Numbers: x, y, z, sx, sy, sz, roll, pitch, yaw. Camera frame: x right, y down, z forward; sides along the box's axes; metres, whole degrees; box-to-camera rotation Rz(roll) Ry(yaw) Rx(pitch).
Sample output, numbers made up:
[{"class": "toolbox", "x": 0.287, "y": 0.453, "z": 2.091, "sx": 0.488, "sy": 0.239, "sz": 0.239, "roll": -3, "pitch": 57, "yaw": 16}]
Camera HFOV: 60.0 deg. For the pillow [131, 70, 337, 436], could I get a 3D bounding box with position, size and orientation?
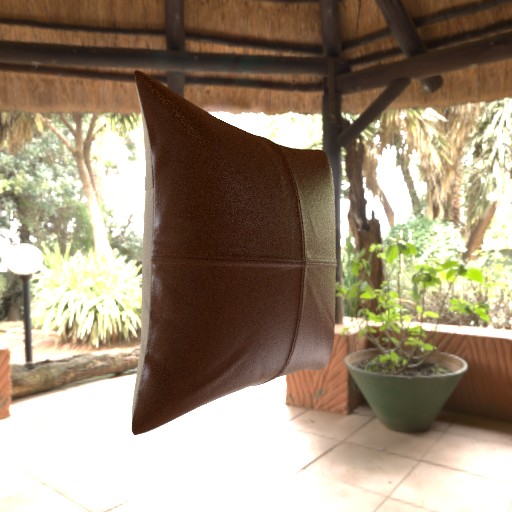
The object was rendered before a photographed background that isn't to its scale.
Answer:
[{"class": "pillow", "x": 0.000, "y": 0.000, "z": 0.764, "sx": 0.192, "sy": 0.477, "sz": 0.501, "roll": -1, "pitch": -2, "yaw": 37}]
